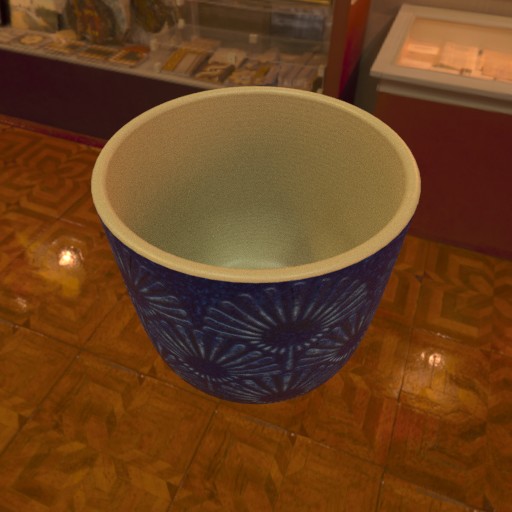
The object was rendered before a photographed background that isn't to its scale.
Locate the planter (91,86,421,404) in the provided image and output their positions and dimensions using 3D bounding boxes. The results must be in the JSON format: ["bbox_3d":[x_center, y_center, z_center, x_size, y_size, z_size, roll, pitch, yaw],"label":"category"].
[{"bbox_3d":[0.000,0.000,0.210,0.124,0.109,0.124,0,46,0],"label":"planter"}]
